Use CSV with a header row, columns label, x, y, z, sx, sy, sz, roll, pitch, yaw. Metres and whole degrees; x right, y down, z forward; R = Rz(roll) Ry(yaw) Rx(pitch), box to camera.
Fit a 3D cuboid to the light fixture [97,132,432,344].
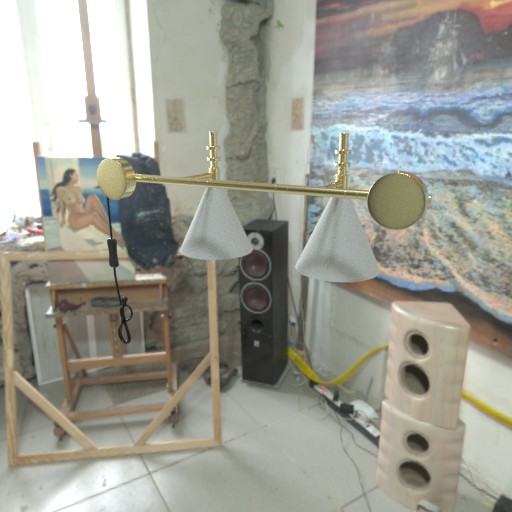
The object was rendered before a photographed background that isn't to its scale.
label,x,y,z,sx,sy,sz,roll,pitch,yaw
light fixture,0.000,0.000,0.873,0.642,0.468,0.239,9,19,27
